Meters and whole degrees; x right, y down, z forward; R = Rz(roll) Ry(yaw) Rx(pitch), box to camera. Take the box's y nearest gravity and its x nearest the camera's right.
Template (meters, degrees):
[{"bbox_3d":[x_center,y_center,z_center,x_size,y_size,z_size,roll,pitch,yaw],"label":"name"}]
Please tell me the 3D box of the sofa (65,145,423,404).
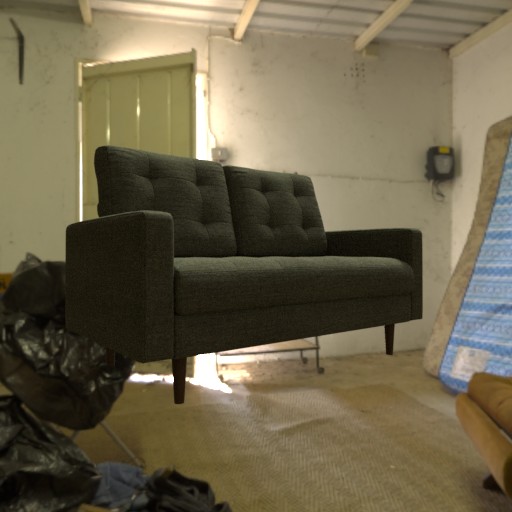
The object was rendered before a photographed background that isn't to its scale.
[{"bbox_3d":[0.000,0.000,1.956,1.407,0.907,0.842,0,0,-38],"label":"sofa"}]
